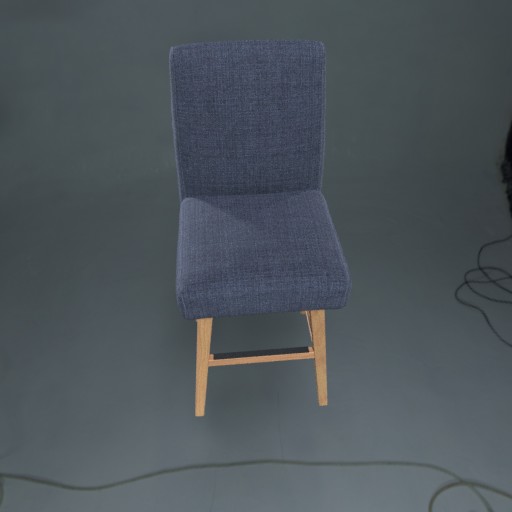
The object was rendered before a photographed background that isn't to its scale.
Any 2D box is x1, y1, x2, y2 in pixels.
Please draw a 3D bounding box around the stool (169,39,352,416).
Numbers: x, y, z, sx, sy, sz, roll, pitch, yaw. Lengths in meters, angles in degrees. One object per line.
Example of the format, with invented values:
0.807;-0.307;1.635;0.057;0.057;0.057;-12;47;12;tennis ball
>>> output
0.000;0.000;1.390;0.483;1.112;0.570;-4;46;-4;stool
